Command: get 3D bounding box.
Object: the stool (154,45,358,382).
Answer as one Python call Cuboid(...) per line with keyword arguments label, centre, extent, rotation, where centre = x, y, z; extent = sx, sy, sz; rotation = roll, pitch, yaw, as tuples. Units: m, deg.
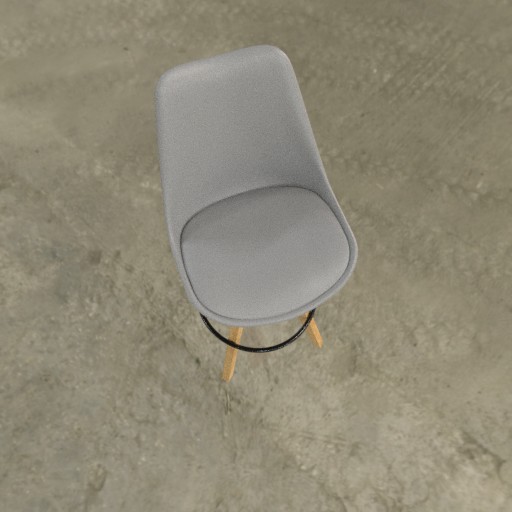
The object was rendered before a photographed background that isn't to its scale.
Cuboid(label="stool", centre=(0.000, 0.000, 1.413), extent=(0.485, 1.115, 0.550), rotation=(-18, 65, -9))
